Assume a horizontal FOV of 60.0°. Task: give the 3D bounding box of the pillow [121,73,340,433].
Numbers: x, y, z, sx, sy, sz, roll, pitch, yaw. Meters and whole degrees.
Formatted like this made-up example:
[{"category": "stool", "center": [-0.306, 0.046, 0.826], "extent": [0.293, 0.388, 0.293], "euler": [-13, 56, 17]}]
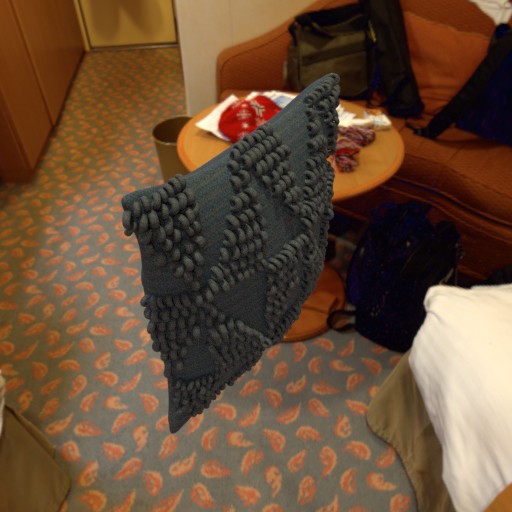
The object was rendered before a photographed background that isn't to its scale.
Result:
[{"category": "pillow", "center": [0.000, 0.000, 0.725], "extent": [0.172, 0.466, 0.469], "euler": [25, 47, 25]}]
